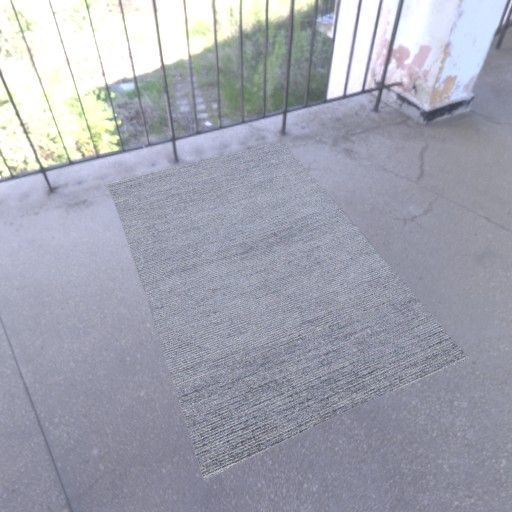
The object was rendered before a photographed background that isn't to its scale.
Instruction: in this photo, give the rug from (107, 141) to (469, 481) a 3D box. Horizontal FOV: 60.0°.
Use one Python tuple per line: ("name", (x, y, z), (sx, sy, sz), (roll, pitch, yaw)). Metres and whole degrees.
("rug", (0.000, 0.000, 2.227), (1.159, 0.021, 1.789), (-17, 49, -16))
